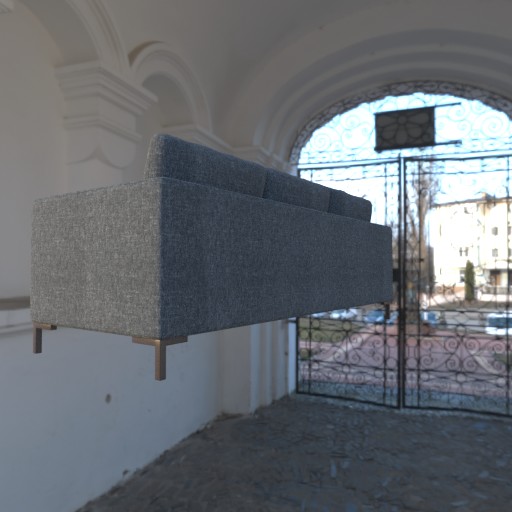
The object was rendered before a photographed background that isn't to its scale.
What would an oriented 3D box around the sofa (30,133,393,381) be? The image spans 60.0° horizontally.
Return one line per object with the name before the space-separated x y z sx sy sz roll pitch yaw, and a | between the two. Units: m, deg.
sofa | 0.000 0.000 2.572 0.859 0.874 2.218 -1 -2 36
